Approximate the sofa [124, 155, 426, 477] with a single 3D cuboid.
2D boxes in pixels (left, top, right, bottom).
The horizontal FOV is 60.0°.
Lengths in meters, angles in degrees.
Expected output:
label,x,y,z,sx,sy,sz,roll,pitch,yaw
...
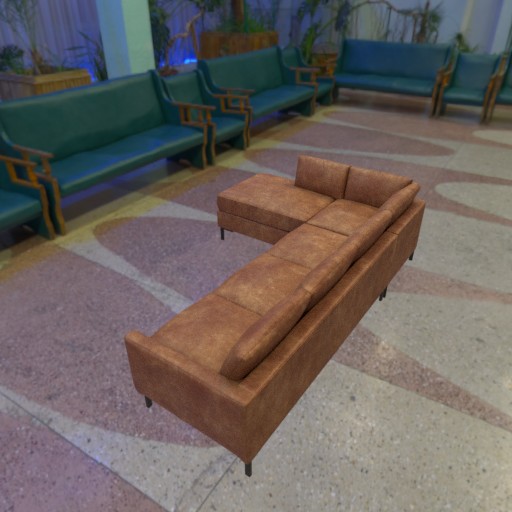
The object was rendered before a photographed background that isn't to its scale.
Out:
label,x,y,z,sx,sy,sz,roll,pitch,yaw
sofa,0.000,0.000,3.765,1.938,0.877,2.984,20,37,29
